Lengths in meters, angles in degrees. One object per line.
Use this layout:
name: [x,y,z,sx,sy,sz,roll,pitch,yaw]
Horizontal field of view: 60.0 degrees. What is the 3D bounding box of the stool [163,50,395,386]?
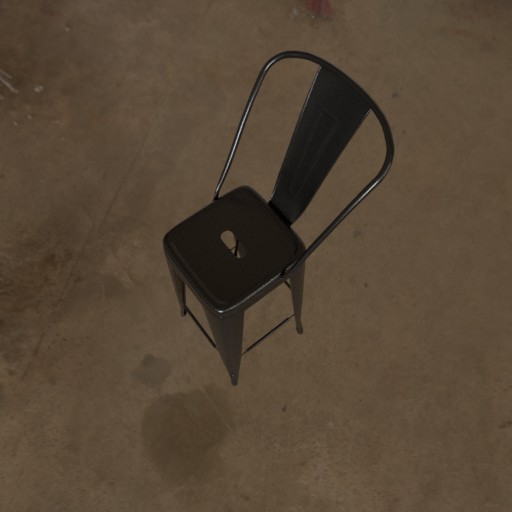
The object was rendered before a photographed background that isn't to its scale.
stool: [0.000,0.000,1.357,0.513,1.096,0.399,-35,70,-15]
